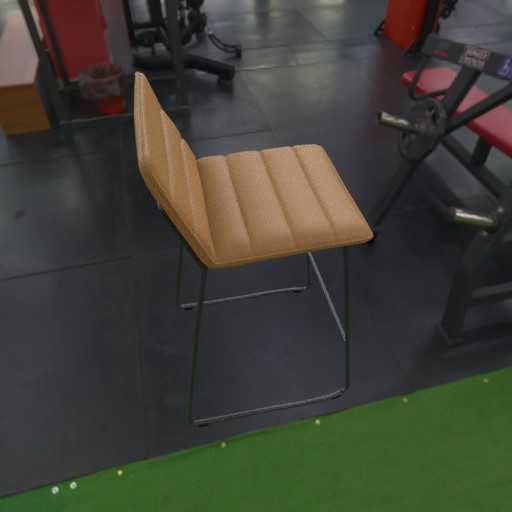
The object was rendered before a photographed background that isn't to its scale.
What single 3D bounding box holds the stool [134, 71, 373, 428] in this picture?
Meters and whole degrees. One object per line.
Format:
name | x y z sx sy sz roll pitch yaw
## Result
stool | 0.000 0.000 1.241 0.524 0.936 0.489 -8 46 -8
